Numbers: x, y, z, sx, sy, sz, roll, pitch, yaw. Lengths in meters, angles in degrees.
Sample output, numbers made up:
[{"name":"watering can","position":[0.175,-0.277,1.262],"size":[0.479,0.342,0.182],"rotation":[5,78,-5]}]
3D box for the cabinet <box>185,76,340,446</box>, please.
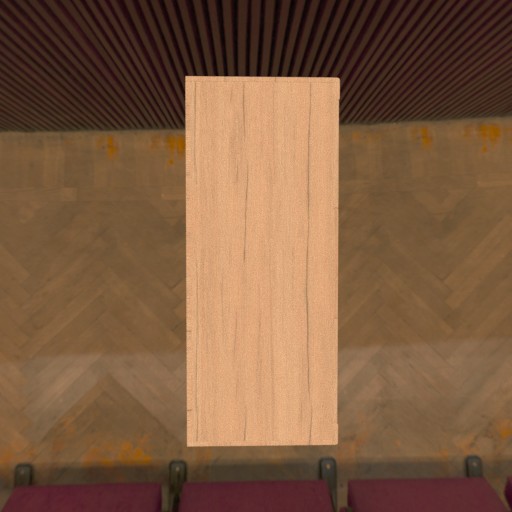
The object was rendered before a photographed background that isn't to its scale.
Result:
[{"name":"cabinet","position":[0.000,0.000,2.714],"size":[0.580,2.070,1.400],"rotation":[0,92,-1]}]
